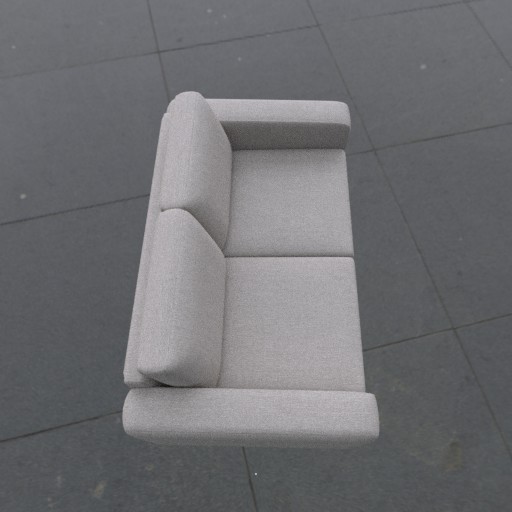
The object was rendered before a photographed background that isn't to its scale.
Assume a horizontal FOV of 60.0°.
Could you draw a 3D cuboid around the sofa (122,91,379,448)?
[{"bbox_3d":[0.000,0.000,1.976,0.900,0.800,1.540,1,64,1],"label":"sofa"}]
